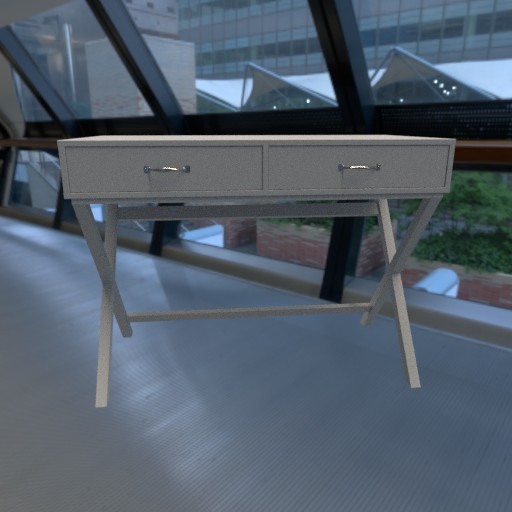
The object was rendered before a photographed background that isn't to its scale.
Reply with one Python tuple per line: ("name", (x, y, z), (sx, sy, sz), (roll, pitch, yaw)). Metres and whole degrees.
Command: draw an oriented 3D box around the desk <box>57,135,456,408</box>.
("desk", (0.000, 0.000, 1.508), (1.057, 0.780, 0.525), (-2, 17, -6))
